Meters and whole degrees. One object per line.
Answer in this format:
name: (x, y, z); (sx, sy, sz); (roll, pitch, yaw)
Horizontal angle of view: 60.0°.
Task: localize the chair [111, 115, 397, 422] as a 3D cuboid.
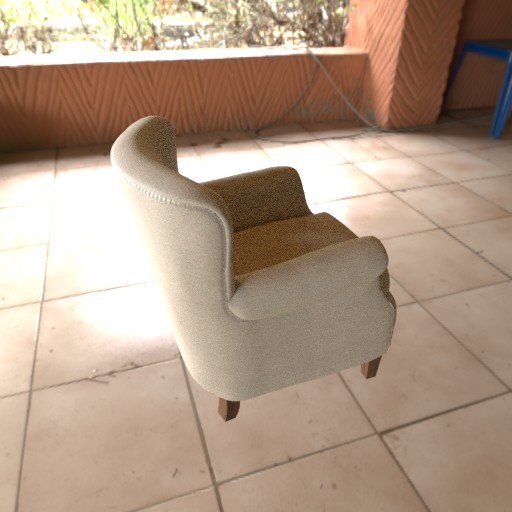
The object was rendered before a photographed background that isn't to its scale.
chair: (0.000, 0.000, 1.688); (0.921, 0.936, 0.861); (-11, 34, -16)
